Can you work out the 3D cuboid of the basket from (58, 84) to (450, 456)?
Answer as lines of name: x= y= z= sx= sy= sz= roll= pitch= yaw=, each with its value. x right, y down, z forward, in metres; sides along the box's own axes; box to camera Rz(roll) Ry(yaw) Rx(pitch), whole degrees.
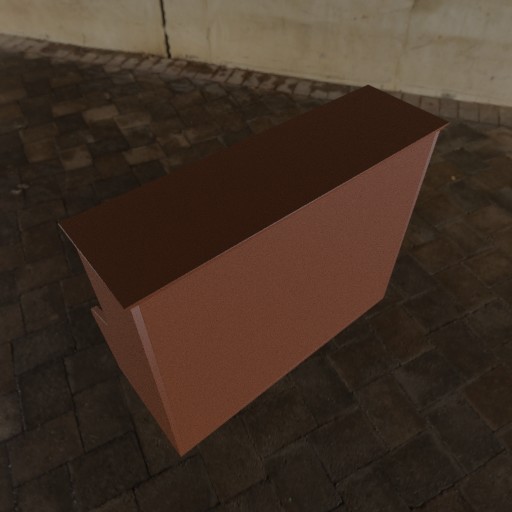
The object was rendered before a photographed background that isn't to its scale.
basket: x=0.000 y=0.000 z=1.124 sx=0.792 sy=0.625 sz=0.376 roll=-31 pitch=54 yaw=-26
